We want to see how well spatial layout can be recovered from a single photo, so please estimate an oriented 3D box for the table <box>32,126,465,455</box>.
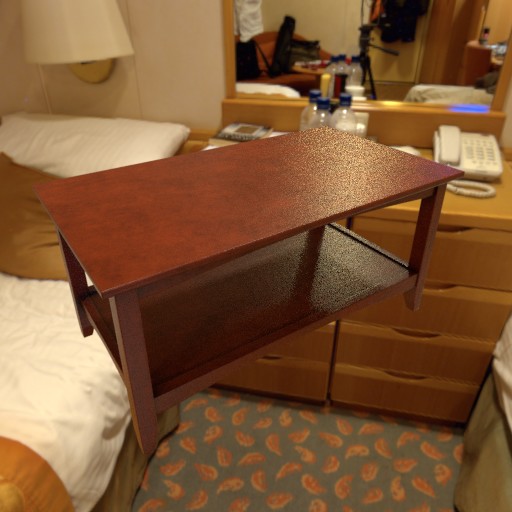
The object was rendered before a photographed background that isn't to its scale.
[{"bbox_3d":[0.000,0.000,1.221,0.943,0.456,0.533,-19,36,-29],"label":"table"}]
